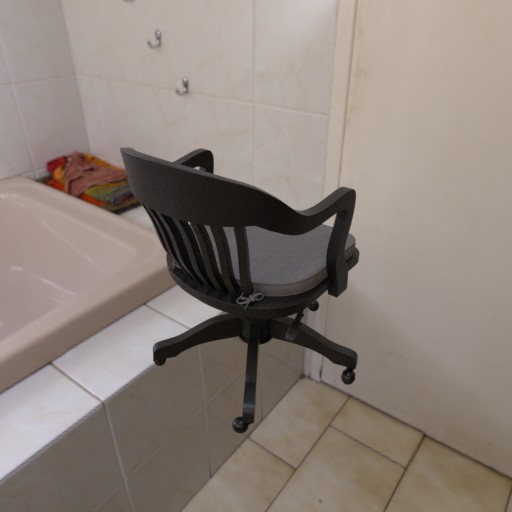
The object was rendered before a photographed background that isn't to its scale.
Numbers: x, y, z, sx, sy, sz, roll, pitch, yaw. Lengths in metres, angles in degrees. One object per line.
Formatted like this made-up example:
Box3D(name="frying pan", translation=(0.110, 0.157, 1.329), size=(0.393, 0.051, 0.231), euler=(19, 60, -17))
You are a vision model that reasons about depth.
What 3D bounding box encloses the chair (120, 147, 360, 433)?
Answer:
Box3D(name="chair", translation=(0.000, 0.000, 1.500), size=(0.750, 0.878, 0.788), euler=(23, 37, 33))
